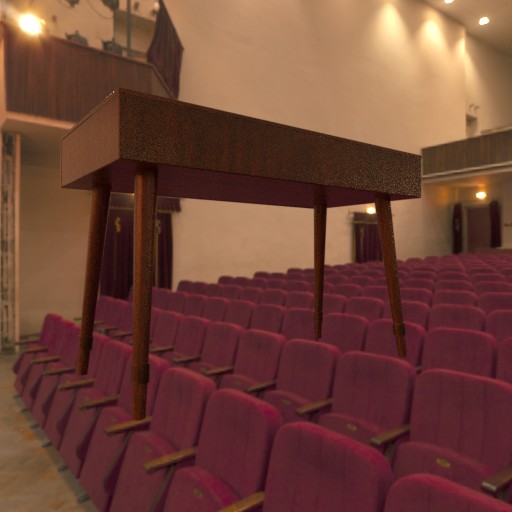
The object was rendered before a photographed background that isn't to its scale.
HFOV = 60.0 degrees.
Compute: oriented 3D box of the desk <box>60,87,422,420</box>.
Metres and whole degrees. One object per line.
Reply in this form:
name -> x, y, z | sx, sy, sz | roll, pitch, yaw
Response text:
desk -> 0.000, 0.000, 2.105 | 1.577, 1.031, 0.734 | 0, 0, -37
